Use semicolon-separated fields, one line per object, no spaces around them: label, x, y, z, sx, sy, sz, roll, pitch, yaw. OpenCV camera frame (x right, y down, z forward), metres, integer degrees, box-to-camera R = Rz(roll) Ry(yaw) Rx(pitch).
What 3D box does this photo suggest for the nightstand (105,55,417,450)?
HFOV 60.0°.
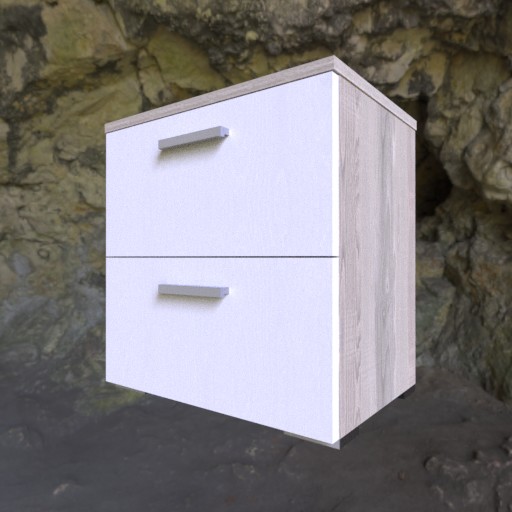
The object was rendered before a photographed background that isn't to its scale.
nightstand;0.000;0.000;0.758;0.442;0.461;0.325;0;0;37
